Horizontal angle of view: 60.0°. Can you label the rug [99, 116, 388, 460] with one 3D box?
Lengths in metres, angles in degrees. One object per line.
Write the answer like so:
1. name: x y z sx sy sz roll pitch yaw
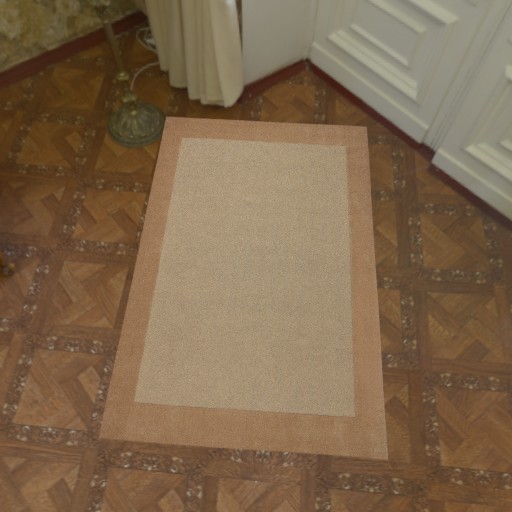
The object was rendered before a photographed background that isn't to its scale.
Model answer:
1. rug: 0.000 0.000 2.276 1.219 0.014 1.829 3 63 2
